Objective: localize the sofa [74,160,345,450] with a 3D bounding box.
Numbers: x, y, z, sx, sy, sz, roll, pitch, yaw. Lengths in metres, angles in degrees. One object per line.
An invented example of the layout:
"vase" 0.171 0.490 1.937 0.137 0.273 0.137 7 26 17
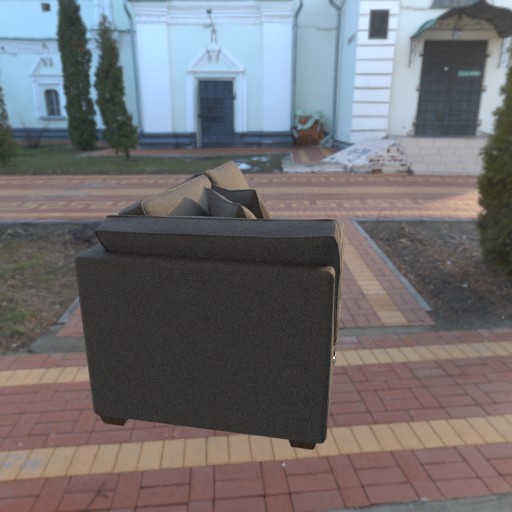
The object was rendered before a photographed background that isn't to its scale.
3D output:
"sofa" 0.000 0.000 2.832 1.110 1.033 2.237 3 18 11
